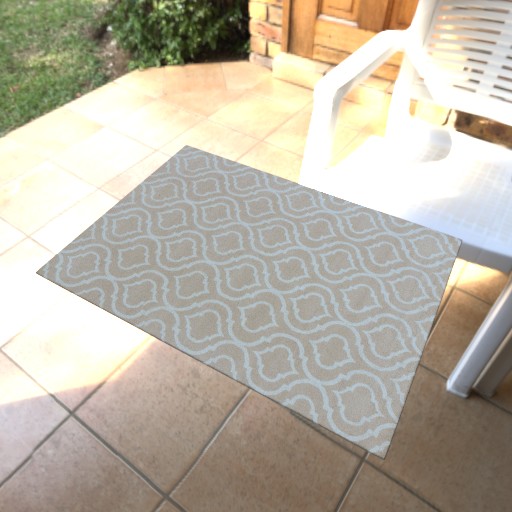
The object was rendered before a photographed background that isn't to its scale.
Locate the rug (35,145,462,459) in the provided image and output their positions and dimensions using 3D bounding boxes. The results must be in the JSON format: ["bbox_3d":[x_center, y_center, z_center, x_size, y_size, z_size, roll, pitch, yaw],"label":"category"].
[{"bbox_3d":[0.000,0.000,2.703,2.134,0.010,1.524,23,51,19],"label":"rug"}]
